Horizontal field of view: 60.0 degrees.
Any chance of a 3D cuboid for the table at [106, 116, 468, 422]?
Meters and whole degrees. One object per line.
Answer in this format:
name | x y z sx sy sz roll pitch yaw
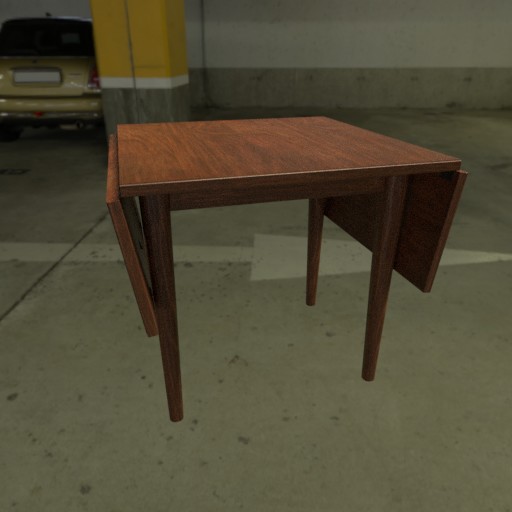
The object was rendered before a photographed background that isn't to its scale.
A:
table | 0.000 0.000 1.468 0.843 0.763 0.812 -7 26 -15
